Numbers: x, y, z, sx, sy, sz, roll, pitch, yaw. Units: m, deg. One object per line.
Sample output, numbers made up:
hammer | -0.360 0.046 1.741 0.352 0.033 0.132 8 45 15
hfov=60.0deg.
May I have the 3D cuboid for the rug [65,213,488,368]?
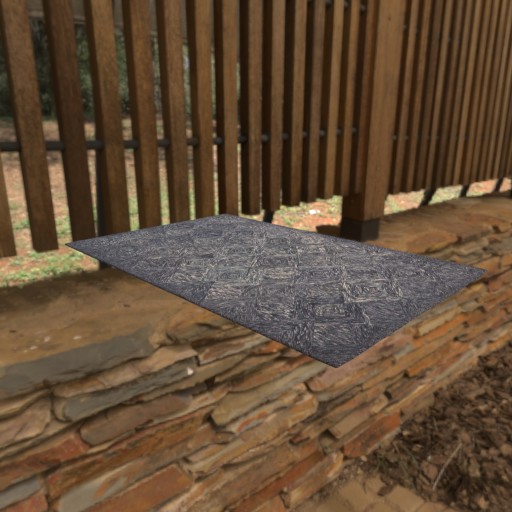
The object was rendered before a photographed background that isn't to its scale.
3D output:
rug | 0.000 0.000 2.150 1.139 0.010 1.754 -16 23 -42
